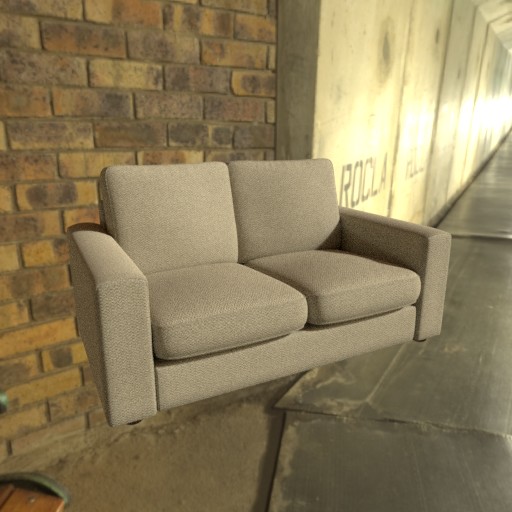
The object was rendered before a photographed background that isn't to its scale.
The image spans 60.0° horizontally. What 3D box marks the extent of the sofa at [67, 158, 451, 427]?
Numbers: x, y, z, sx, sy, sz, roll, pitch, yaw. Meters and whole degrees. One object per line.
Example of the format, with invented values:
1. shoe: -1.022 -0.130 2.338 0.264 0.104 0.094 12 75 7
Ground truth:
1. sofa: 0.000 0.000 2.163 1.616 0.873 1.016 -8 18 -26
